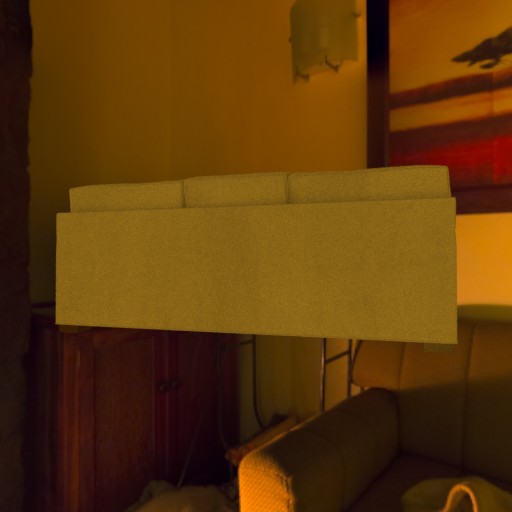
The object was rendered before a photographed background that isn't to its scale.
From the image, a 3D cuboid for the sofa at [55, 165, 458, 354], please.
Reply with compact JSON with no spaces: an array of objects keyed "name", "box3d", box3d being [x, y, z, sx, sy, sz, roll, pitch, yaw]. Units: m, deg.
[{"name":"sofa","box3d":[0.000,0.000,2.633,2.093,0.862,0.936,0,-1,17]}]
